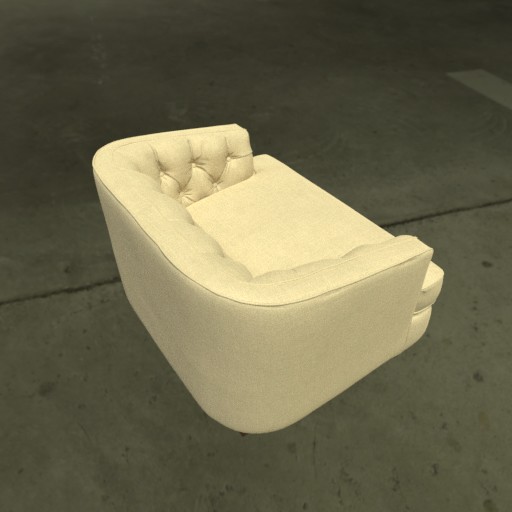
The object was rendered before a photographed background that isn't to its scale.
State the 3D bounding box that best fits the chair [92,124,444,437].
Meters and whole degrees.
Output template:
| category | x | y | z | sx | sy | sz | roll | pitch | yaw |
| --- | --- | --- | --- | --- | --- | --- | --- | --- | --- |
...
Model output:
| category | x | y | z | sx | sy | sz | roll | pitch | yaw |
| --- | --- | --- | --- | --- | --- | --- | --- | --- | --- |
| chair | 0.000 | 0.000 | 1.741 | 0.914 | 0.787 | 1.118 | -25 | 47 | -26 |
